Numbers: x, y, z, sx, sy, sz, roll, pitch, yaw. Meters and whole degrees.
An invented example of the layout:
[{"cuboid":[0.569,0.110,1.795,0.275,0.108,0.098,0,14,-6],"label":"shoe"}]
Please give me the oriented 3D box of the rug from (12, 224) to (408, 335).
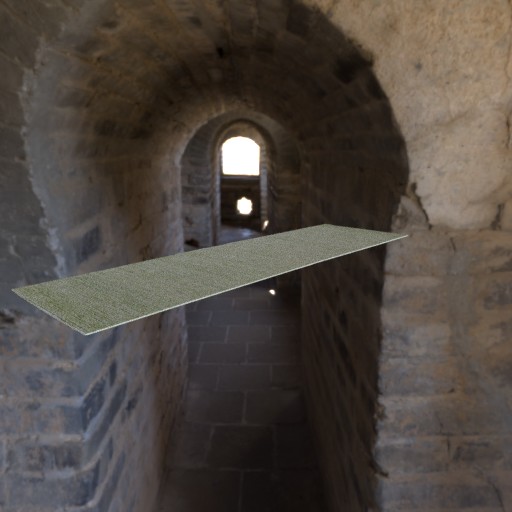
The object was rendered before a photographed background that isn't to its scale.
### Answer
[{"cuboid":[0.000,0.000,2.493,0.686,0.013,2.340,13,19,42],"label":"rug"}]
